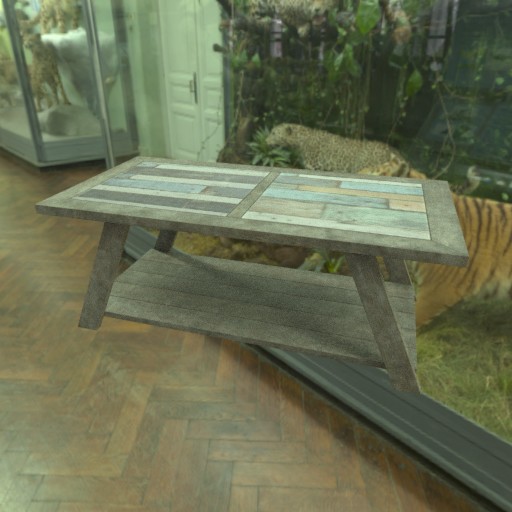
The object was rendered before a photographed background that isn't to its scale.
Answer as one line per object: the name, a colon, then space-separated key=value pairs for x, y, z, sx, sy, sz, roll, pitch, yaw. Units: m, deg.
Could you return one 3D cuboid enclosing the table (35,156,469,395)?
table: x=0.000 y=0.000 z=1.554 sx=1.219 sy=0.470 sz=0.610 roll=8 pitch=28 yaw=15
